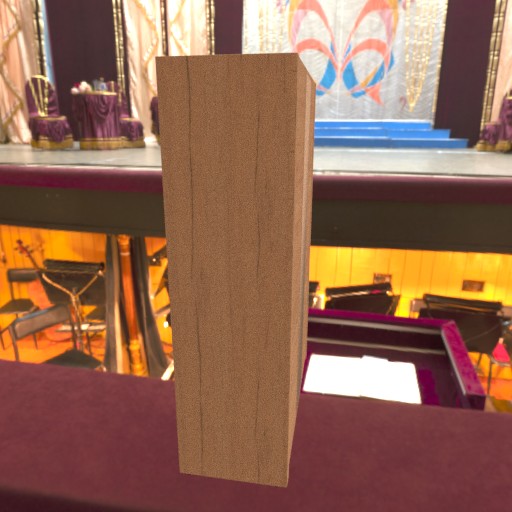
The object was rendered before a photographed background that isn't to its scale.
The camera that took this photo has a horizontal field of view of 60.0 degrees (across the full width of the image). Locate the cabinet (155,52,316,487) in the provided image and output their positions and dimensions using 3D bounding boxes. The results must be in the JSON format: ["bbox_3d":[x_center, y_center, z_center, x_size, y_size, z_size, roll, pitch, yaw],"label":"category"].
[{"bbox_3d":[0.000,0.000,2.705,0.580,2.070,1.400,3,17,10],"label":"cabinet"}]
